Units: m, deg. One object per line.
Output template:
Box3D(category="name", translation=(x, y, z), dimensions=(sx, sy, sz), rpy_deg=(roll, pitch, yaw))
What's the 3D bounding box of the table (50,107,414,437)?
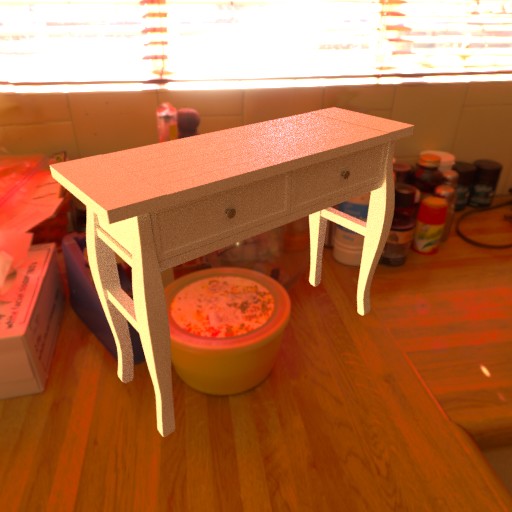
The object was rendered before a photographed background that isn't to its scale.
Box3D(category="table", translation=(0.000, 0.000, 1.489), dimensions=(1.062, 0.768, 0.373), rpy_deg=(-22, 37, -33))
